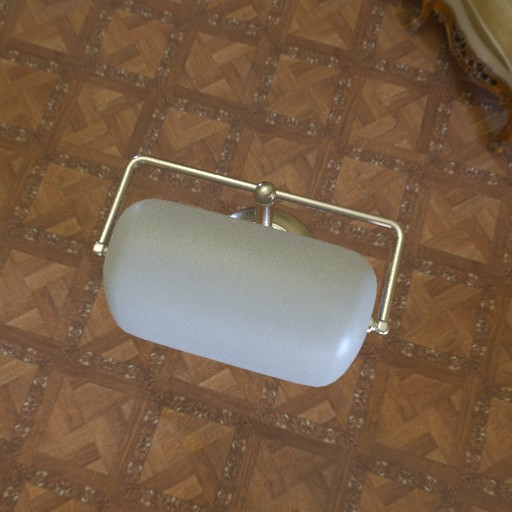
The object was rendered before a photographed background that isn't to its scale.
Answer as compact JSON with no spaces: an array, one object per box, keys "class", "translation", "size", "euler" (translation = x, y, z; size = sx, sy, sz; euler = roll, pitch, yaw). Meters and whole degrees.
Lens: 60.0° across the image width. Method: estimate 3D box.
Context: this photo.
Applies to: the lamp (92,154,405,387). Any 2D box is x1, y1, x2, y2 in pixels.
[{"class":"lamp","translation":[0.000,0.000,0.508],"size":[0.264,0.339,0.243],"euler":[15,77,3]}]
